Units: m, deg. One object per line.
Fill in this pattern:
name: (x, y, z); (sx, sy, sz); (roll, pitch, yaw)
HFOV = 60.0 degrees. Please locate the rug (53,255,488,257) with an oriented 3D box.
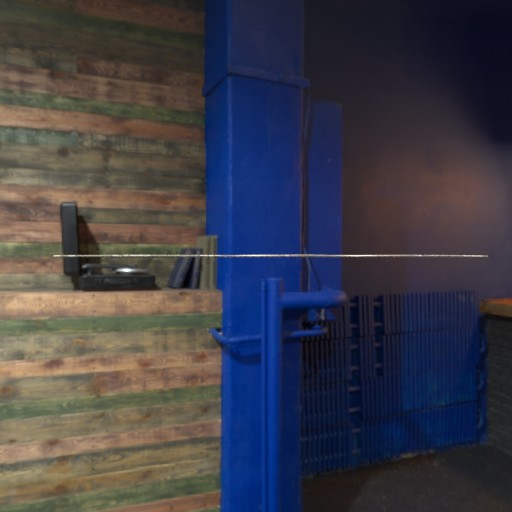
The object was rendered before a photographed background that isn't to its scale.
rug: (0.000, 0.000, 2.750); (2.135, 0.013, 1.524); (0, 0, -18)
